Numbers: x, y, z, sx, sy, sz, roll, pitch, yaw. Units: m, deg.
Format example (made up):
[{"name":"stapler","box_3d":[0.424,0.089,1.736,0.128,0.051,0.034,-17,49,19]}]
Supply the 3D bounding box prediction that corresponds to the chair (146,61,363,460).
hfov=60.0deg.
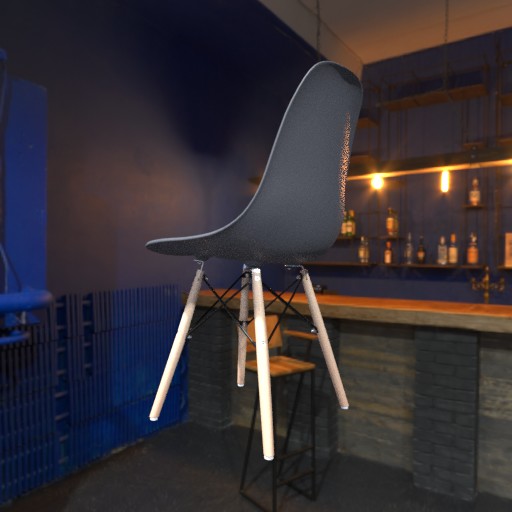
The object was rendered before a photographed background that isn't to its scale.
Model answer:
[{"name":"chair","box_3d":[0.000,0.000,1.150,0.533,0.826,0.470,0,0,36]}]
